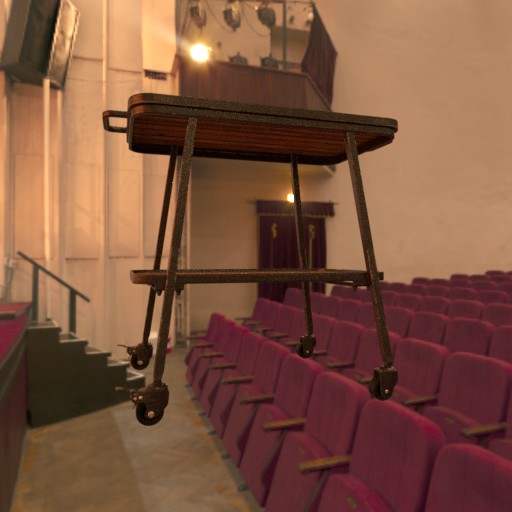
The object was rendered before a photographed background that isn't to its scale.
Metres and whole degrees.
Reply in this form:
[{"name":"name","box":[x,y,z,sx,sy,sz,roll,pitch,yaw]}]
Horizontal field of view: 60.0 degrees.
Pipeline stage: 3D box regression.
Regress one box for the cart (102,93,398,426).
[{"name":"cart","box":[0.000,0.000,1.233,0.806,0.700,0.515,0,0,-17]}]
